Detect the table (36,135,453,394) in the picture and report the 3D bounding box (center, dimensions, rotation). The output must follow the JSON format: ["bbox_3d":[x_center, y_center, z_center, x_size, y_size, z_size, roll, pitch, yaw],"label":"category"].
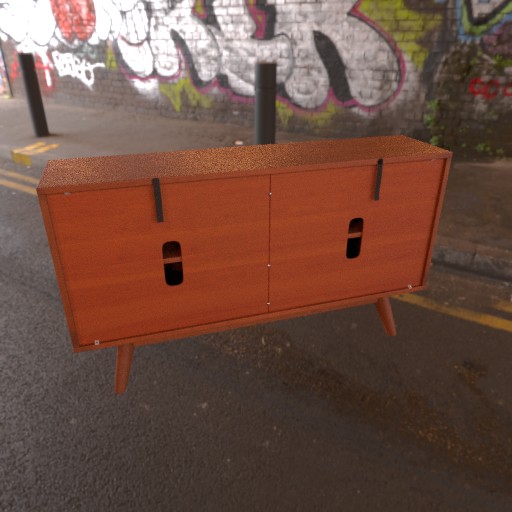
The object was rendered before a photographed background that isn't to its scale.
[{"bbox_3d":[0.000,0.000,1.528,1.220,0.698,0.308,-8,28,-15],"label":"table"}]
